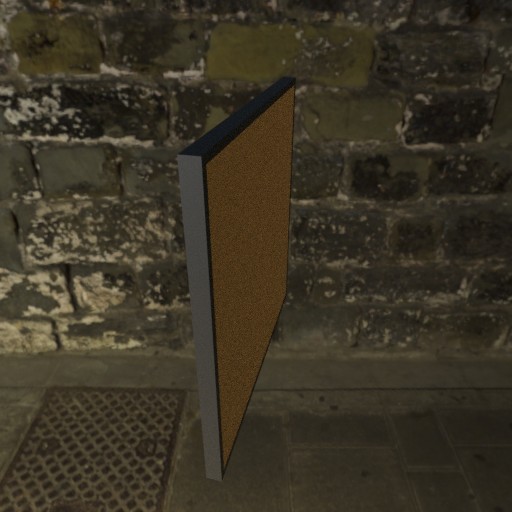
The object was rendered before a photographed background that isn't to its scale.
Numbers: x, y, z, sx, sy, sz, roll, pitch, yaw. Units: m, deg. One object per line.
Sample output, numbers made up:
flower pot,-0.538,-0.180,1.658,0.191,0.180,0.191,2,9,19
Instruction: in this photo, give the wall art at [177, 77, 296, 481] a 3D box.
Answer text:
wall art,0.000,0.000,1.148,0.038,0.763,0.763,7,31,13
